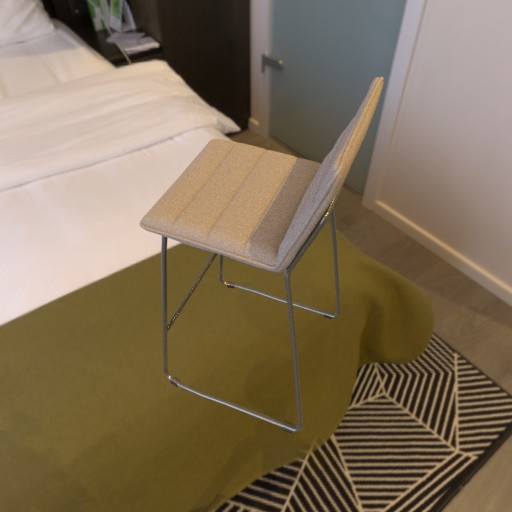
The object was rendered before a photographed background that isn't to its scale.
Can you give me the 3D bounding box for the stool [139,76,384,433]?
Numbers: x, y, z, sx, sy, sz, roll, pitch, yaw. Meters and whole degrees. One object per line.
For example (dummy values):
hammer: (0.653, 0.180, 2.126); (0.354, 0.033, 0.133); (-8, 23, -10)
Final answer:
stool: (0.000, 0.000, 1.247); (0.490, 0.960, 0.490); (16, 49, 15)
